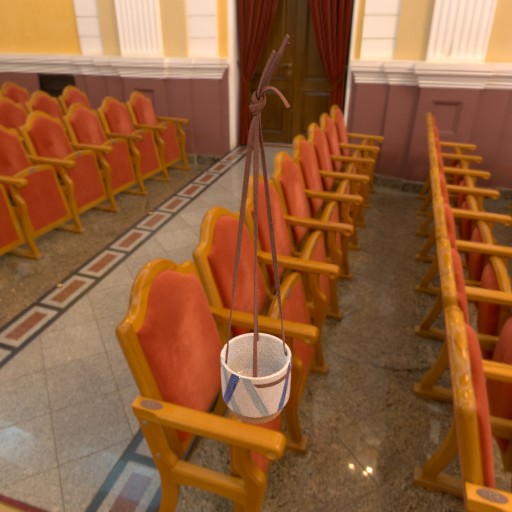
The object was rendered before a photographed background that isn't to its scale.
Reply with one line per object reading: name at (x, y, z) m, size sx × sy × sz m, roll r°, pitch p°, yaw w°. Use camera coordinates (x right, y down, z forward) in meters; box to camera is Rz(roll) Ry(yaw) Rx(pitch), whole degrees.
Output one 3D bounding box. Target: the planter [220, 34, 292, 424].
planter at (0.000, 0.000, 0.840) m, size 0.157 × 0.753 × 0.153 m, roll 9°, pitch 29°, yaw 16°
